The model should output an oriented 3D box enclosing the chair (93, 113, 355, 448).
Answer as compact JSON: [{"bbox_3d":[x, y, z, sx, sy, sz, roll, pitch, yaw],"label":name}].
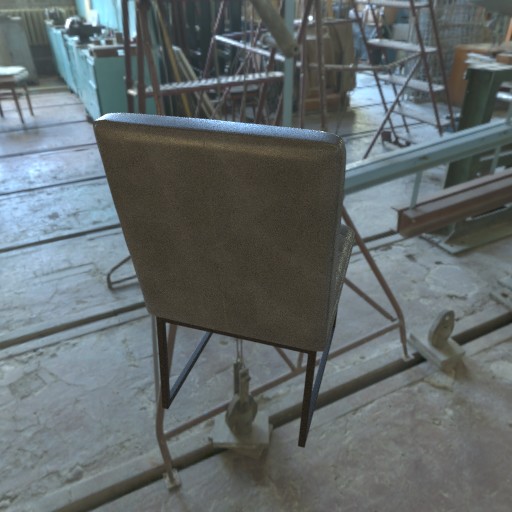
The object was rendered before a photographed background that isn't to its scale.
[{"bbox_3d":[0.000,0.000,1.311,0.520,0.930,0.634,10,34,15],"label":"chair"}]
